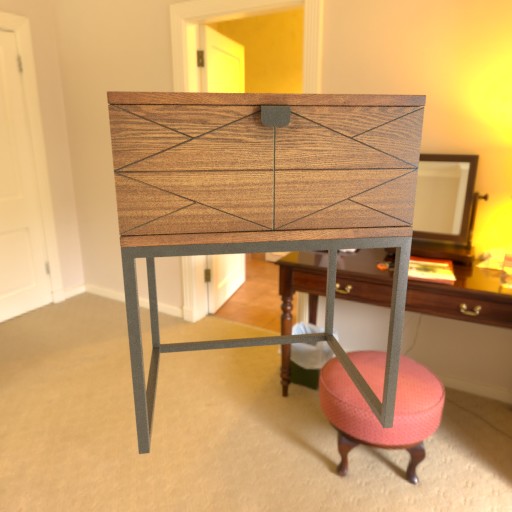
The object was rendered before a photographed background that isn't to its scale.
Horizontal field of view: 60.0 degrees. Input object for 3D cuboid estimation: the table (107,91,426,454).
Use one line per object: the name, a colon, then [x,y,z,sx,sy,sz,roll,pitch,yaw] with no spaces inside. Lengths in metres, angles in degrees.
table: [0.000,0.000,0.919,0.482,0.610,0.400,-2,16,-8]
